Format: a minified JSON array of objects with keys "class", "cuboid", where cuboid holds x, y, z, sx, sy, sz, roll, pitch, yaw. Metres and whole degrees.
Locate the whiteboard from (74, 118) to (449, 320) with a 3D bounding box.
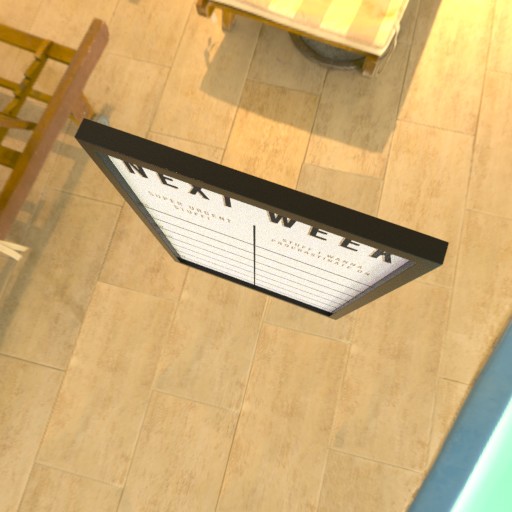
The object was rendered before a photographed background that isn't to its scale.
[{"class":"whiteboard","cuboid":[0.000,0.000,0.757,0.406,0.611,0.026,20,77,5]}]
